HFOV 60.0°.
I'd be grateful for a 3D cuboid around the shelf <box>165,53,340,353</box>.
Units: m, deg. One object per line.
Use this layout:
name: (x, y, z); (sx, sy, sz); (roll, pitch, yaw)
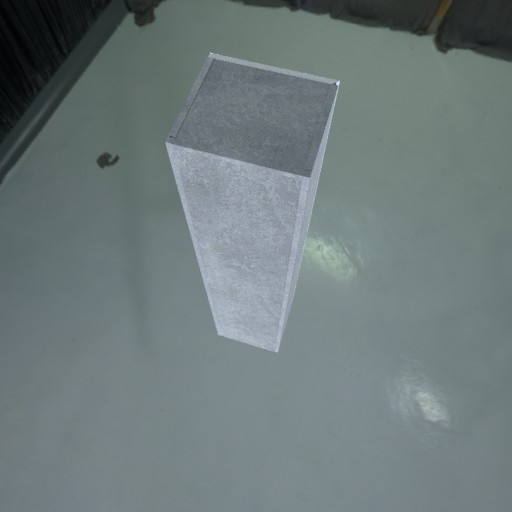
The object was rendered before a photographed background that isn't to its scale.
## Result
shelf: (0.000, 0.000, 1.558); (0.300, 1.400, 0.270); (15, 65, 7)
